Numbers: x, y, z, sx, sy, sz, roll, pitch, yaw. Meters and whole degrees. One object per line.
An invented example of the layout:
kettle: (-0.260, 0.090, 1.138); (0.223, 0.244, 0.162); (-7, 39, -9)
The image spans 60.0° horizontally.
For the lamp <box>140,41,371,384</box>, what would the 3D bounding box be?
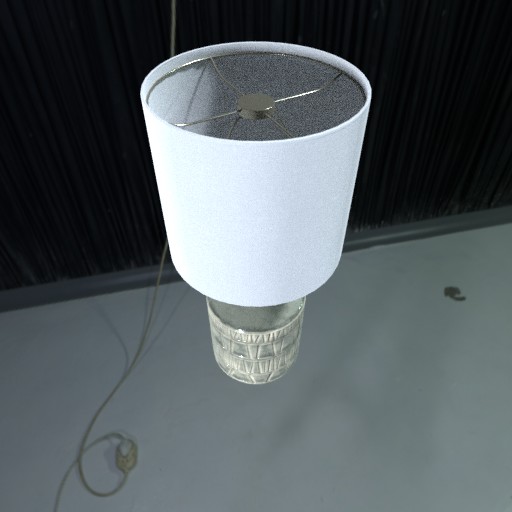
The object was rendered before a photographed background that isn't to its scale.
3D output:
lamp: (0.000, 0.000, 0.572); (0.211, 0.455, 0.211); (-11, 46, -11)
